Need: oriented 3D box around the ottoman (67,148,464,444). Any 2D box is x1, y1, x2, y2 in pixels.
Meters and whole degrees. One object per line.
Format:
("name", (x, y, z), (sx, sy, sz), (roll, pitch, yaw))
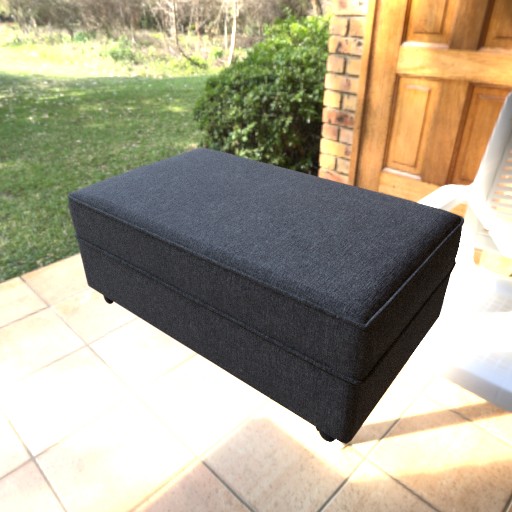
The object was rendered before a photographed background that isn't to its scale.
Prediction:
("ottoman", (0.000, 0.000, 1.571), (1.184, 0.487, 0.717), (22, 37, 33))
